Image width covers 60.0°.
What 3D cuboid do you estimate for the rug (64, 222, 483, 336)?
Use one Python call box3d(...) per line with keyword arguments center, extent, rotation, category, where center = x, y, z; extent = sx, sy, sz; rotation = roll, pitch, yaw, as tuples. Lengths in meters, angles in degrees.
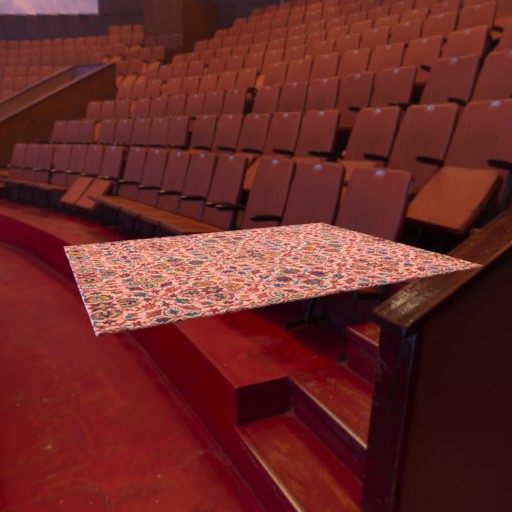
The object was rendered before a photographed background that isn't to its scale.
box3d(center=(0.000, 0.000, 4.214), extent=(3.215, 0.020, 2.446), rotation=(-7, 16, -26), category="rug")
